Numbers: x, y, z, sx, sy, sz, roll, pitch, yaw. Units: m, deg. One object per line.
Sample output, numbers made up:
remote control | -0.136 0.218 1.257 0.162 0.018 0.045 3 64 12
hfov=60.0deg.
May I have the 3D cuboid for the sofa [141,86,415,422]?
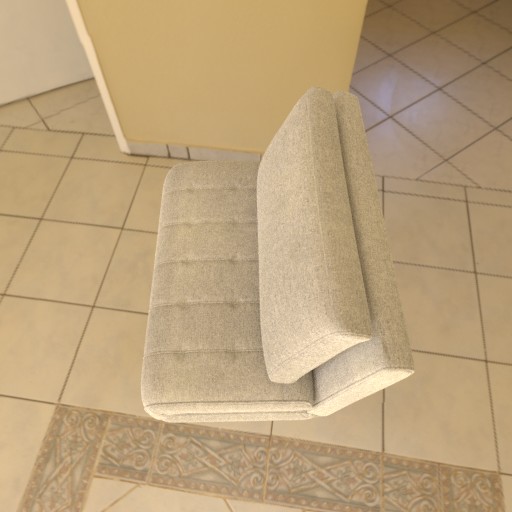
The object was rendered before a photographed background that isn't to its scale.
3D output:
sofa | 0.000 0.000 1.872 0.910 0.910 1.220 -1 58 -1
